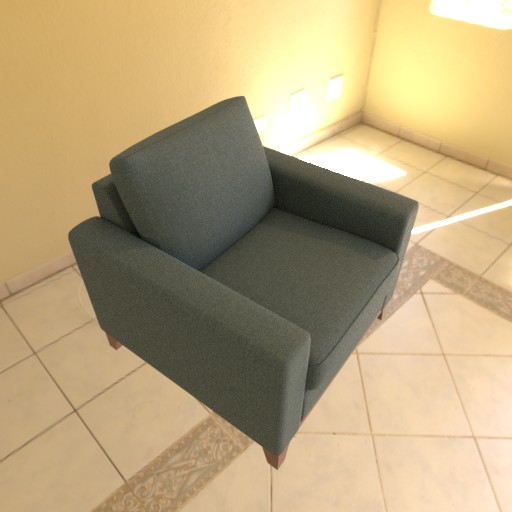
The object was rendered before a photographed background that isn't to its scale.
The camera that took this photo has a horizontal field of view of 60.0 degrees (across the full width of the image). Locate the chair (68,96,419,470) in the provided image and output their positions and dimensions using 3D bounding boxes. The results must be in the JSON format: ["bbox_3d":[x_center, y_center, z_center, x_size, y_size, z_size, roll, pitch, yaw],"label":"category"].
[{"bbox_3d":[0.000,0.000,1.876,1.038,1.010,1.024,26,48,27],"label":"chair"}]
